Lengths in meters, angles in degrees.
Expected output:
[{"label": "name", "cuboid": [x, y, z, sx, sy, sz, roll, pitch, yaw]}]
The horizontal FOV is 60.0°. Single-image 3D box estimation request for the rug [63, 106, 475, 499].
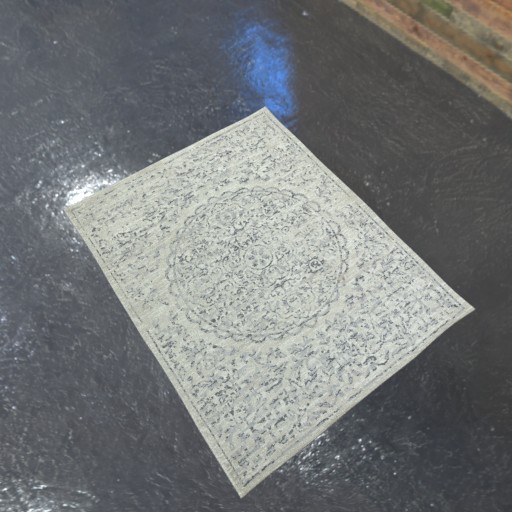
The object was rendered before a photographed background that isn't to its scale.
[{"label": "rug", "cuboid": [0.000, 0.000, 3.890, 2.343, 0.026, 2.925, -32, 65, -17]}]
